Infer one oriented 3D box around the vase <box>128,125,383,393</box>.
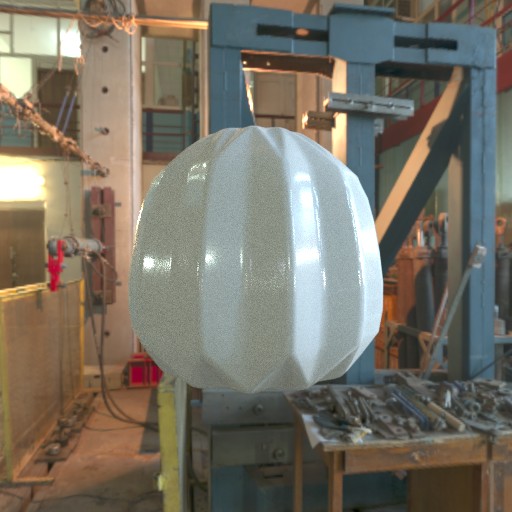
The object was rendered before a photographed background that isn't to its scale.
[{"bbox_3d":[0.000,0.000,0.252,0.139,0.134,0.139,0,1,0],"label":"vase"}]
